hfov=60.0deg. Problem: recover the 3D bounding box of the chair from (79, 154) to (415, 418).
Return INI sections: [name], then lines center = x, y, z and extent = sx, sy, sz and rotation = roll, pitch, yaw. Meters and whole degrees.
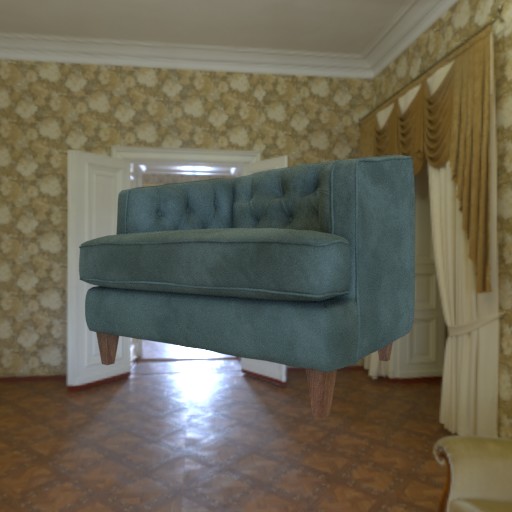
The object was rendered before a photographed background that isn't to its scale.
[chair]
center = 0.000, 0.000, 1.760
extent = 1.104, 0.852, 0.941
rotation = 0, 0, 36
